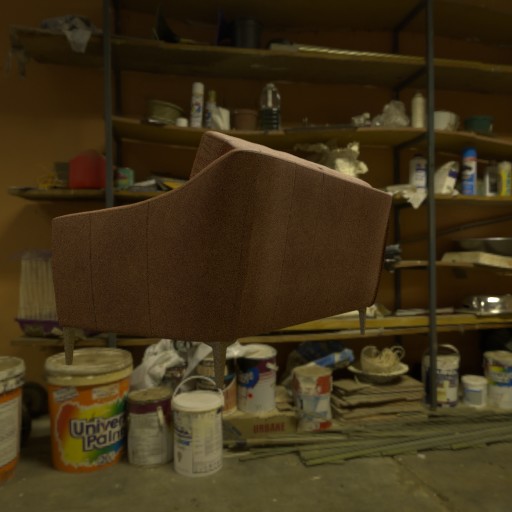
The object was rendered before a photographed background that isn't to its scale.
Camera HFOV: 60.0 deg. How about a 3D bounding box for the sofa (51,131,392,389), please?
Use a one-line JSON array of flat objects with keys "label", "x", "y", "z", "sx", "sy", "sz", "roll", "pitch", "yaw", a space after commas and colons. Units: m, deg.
[{"label": "sofa", "x": 0.000, "y": 0.000, "z": 2.204, "sx": 0.960, "sy": 0.902, "sz": 1.619, "roll": 0, "pitch": 0, "yaw": 36}]
